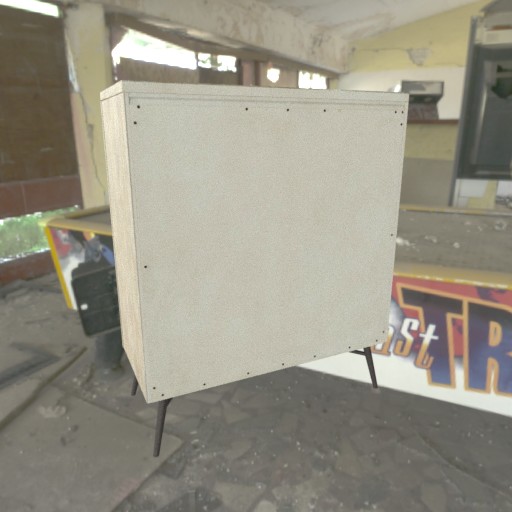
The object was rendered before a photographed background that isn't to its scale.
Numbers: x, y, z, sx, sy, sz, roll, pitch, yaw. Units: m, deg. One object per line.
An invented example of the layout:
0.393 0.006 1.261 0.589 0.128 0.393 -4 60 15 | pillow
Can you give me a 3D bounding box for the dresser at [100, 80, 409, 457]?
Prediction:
0.000 0.000 1.755 1.016 1.219 0.457 -8 18 -25 | dresser
